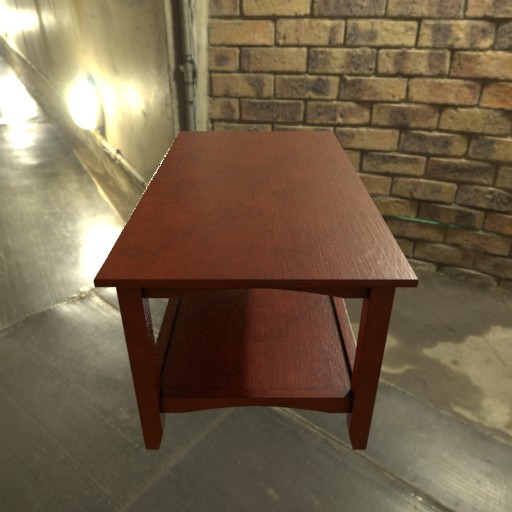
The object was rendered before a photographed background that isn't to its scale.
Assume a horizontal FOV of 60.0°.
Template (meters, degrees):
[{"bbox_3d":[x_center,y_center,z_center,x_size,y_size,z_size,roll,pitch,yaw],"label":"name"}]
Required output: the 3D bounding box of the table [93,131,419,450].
[{"bbox_3d":[0.000,0.000,1.242,0.533,0.456,0.943,0,30,0],"label":"table"}]
